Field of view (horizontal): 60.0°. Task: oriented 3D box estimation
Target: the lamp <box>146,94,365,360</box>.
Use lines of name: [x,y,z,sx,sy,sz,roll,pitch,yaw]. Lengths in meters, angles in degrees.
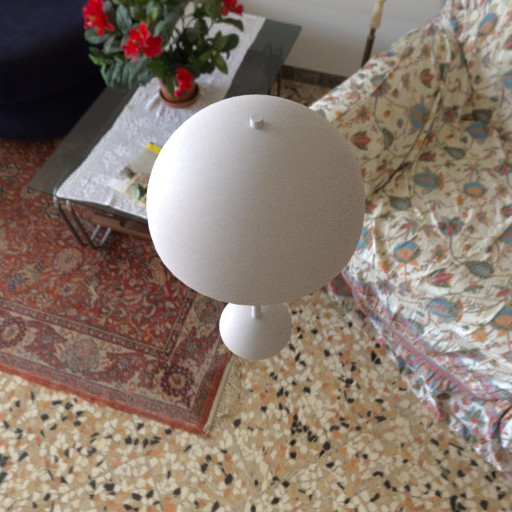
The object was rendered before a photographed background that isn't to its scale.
lamp: [0.000,0.000,0.419,0.171,0.330,0.171,0,58,0]
